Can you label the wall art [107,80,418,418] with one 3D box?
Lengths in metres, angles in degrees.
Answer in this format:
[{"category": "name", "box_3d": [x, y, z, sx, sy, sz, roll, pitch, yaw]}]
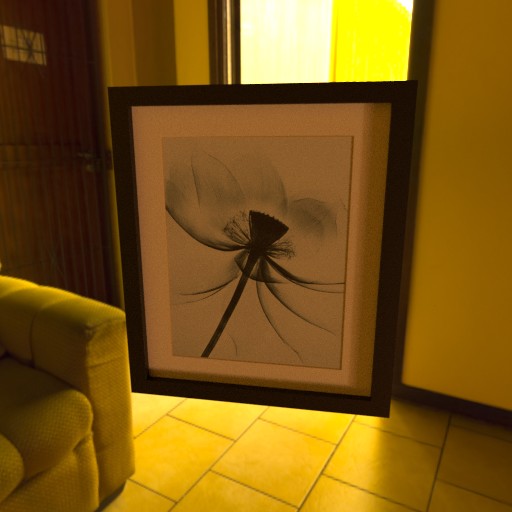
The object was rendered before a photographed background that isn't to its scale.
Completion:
[{"category": "wall art", "box_3d": [0.000, 0.000, 0.526, 0.330, 0.381, 0.029, 2, 15, 10]}]
